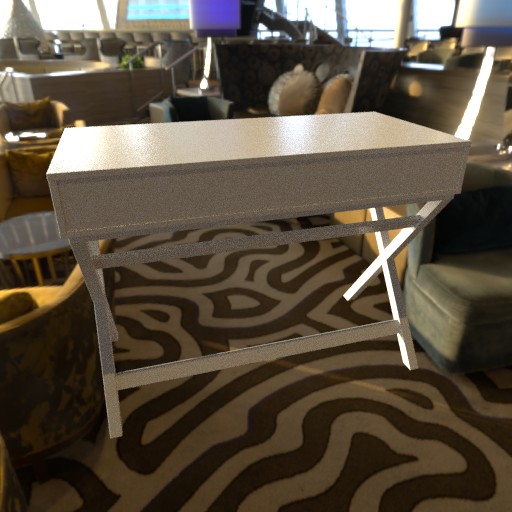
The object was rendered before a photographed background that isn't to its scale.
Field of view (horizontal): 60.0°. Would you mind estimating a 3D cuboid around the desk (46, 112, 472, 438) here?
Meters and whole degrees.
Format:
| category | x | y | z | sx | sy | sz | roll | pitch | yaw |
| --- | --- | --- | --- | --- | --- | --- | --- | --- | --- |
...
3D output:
| category | x | y | z | sx | sy | sz | roll | pitch | yaw |
| --- | --- | --- | --- | --- | --- | --- | --- | --- | --- |
| desk | 0.000 | 0.000 | 1.443 | 1.059 | 0.780 | 0.509 | -8 | 28 | -15 |
